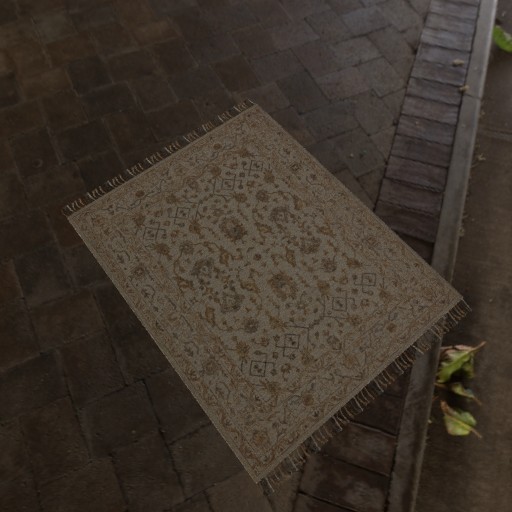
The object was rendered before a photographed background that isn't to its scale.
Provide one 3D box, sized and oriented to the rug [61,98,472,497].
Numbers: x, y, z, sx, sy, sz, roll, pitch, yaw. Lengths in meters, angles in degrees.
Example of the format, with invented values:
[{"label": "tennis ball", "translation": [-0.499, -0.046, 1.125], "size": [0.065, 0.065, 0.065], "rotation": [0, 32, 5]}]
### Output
[{"label": "rug", "translation": [0.000, 0.000, 2.225], "size": [1.278, 0.009, 1.726], "rotation": [-36, 69, -16]}]
